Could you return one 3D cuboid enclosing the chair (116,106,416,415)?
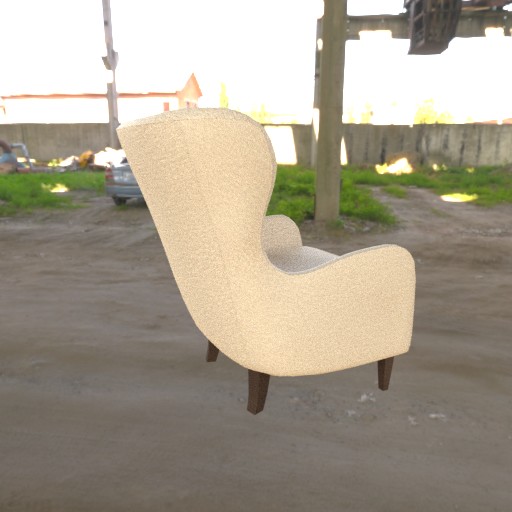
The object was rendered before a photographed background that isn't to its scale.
[{"bbox_3d":[0.000,0.000,1.782,0.984,1.064,0.861,-7,15,-26],"label":"chair"}]
